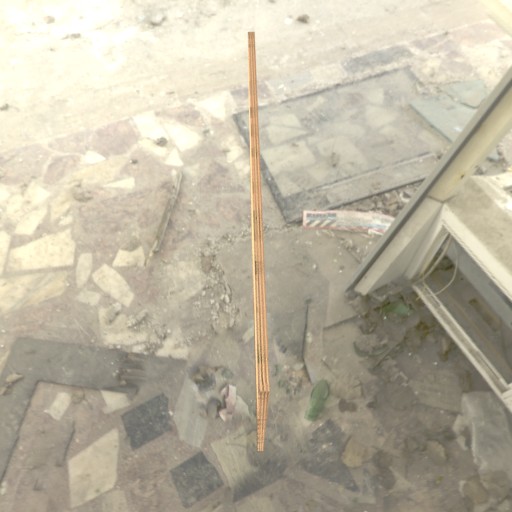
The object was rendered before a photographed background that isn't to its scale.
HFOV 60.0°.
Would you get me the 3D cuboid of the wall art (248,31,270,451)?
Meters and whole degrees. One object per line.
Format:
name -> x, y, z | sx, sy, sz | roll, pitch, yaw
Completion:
wall art -> 0.000, 0.000, 0.684 | 0.010, 0.408, 0.508 | -1, 60, -1
